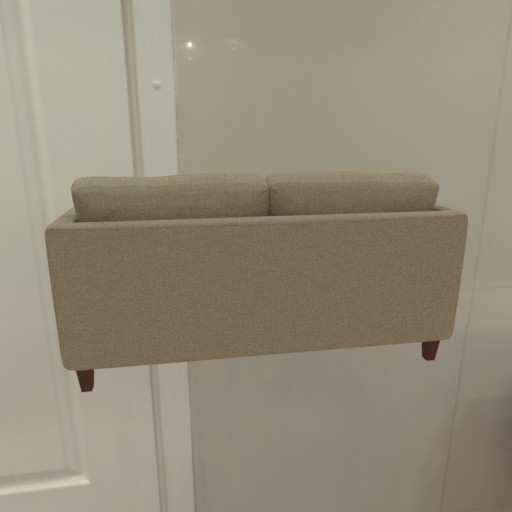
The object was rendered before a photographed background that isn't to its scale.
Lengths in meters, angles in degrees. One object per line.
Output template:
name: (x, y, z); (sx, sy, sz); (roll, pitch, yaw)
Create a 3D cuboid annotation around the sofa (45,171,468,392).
sofa: (0.000, 0.000, 2.411); (1.884, 0.947, 0.951); (-3, 16, -9)
